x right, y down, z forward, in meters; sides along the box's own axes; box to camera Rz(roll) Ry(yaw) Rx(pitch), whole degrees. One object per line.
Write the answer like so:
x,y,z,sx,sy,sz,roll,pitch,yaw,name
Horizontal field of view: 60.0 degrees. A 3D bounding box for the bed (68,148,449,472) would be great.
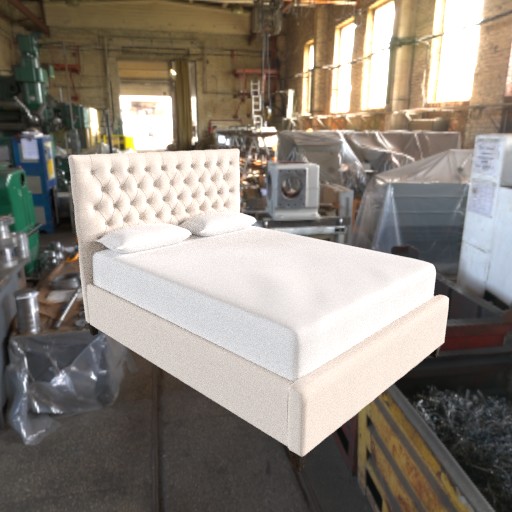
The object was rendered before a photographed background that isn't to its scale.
0.000,0.000,3.245,2.233,1.426,1.696,15,22,42,bed
